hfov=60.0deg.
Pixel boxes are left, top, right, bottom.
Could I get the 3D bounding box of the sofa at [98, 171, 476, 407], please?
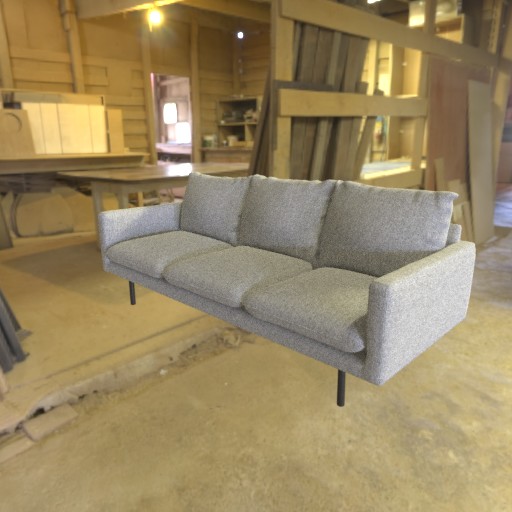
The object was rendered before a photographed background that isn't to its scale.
[{"bbox_3d":[0.000,0.000,2.441,2.000,0.830,0.850,15,21,42],"label":"sofa"}]
